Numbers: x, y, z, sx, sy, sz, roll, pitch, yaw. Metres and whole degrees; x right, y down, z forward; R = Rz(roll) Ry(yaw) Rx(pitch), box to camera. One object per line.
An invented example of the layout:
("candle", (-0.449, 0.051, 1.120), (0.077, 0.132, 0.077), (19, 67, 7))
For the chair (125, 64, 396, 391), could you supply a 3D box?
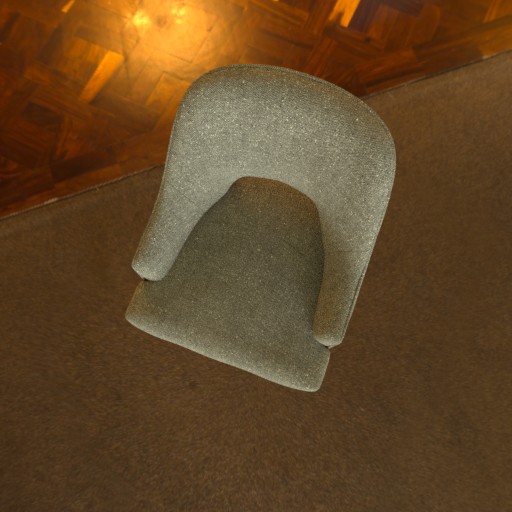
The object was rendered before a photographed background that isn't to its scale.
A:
("chair", (0.000, 0.000, 1.287), (0.608, 0.875, 0.629), (20, 77, 5))
